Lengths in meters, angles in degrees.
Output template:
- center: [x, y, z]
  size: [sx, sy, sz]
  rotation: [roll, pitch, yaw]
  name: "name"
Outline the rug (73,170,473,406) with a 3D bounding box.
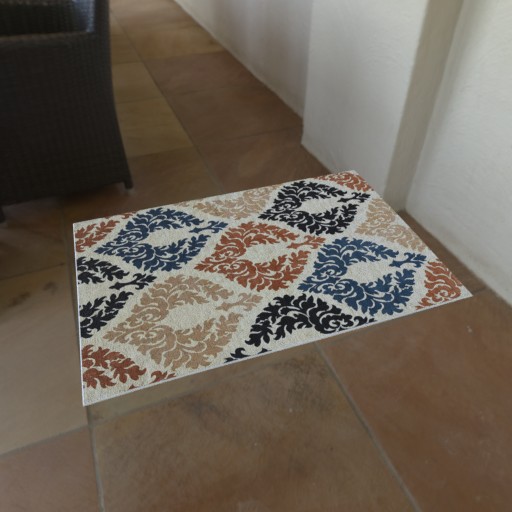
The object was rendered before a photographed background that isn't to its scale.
- center: [0.000, 0.000, 2.939]
  size: [2.275, 0.014, 1.514]
  rotation: [-13, 44, -14]
  name: "rug"
